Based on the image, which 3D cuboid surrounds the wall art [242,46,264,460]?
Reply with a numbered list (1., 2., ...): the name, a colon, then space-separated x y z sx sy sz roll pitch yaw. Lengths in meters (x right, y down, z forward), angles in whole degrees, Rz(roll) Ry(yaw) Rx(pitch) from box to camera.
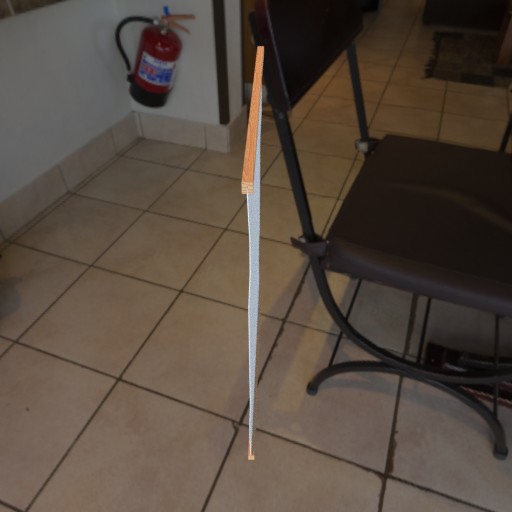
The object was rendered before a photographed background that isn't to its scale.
1. wall art: 0.000 0.000 0.695 0.010 0.507 0.404 1 40 2
